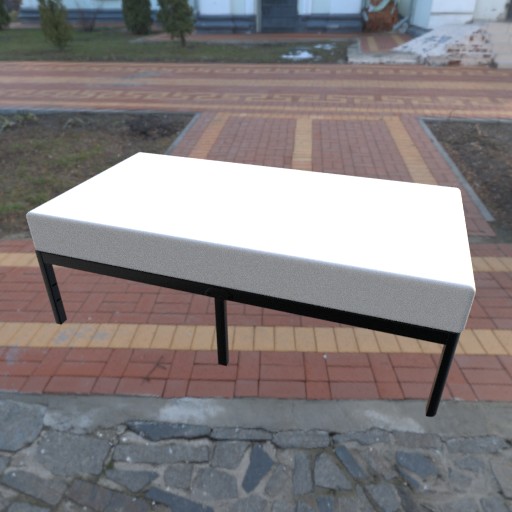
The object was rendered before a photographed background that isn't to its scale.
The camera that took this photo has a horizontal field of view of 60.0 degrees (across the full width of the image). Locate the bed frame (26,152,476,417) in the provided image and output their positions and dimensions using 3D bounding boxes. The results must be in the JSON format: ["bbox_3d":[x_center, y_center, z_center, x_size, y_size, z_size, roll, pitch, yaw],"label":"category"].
[{"bbox_3d":[0.000,0.000,2.370,1.950,0.659,1.023,10,32,16],"label":"bed frame"}]
